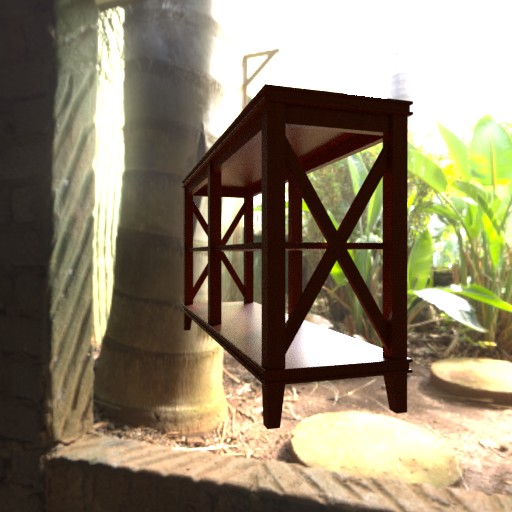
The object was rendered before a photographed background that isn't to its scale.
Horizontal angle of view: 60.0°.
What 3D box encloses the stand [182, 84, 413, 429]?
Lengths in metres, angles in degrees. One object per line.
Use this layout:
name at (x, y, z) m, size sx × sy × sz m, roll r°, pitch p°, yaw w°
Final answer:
stand at (0.000, 0.000, 1.680) m, size 0.381 × 0.762 × 1.372 m, roll 0°, pitch 0°, yaw -17°
